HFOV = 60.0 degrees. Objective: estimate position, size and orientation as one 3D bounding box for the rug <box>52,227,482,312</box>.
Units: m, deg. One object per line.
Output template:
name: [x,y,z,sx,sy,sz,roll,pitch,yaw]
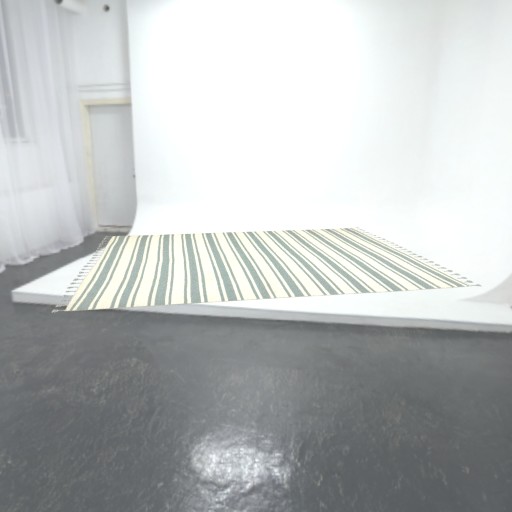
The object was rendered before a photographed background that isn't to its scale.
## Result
rug: [0.000,0.000,4.354,3.201,0.005,2.439,-3,15,-10]
